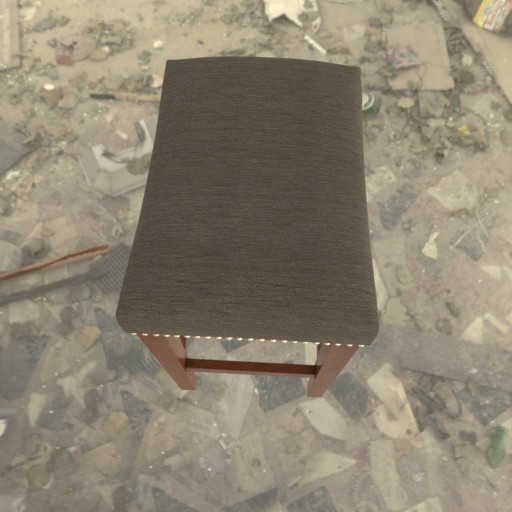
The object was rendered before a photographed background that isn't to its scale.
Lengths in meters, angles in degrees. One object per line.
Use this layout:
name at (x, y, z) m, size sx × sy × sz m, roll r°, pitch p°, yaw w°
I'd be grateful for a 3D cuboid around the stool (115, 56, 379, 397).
stool at (0.000, 0.000, 0.965) m, size 0.372 × 0.654 × 0.504 m, roll 3°, pitch 64°, yaw 1°
